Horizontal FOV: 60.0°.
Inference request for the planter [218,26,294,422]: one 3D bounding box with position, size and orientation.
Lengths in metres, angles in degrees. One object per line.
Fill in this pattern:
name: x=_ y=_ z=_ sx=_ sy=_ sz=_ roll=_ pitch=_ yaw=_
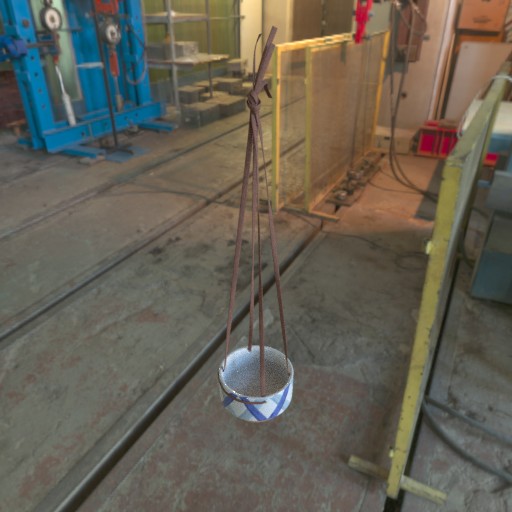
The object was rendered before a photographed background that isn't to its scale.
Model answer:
planter: x=0.000 y=0.000 z=0.819 sx=0.166 sy=0.751 sz=0.166 roll=-9 pitch=32 yaw=-15
